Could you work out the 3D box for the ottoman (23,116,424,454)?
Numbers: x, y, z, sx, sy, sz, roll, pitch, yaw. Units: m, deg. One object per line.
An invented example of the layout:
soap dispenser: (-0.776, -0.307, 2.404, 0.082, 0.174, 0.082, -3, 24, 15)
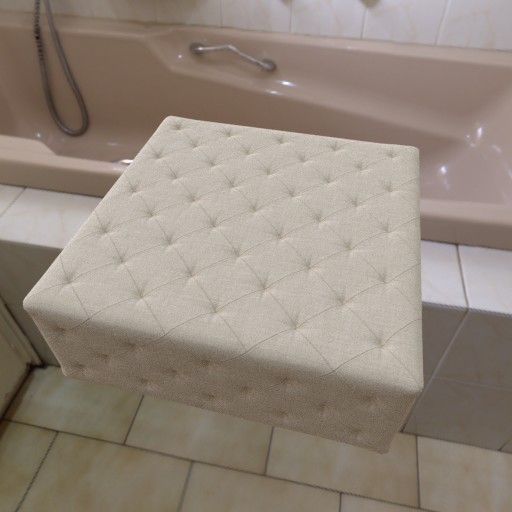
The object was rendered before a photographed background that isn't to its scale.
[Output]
ottoman: (0.000, 0.000, 1.553, 1.028, 0.439, 1.028, 10, 47, 10)
